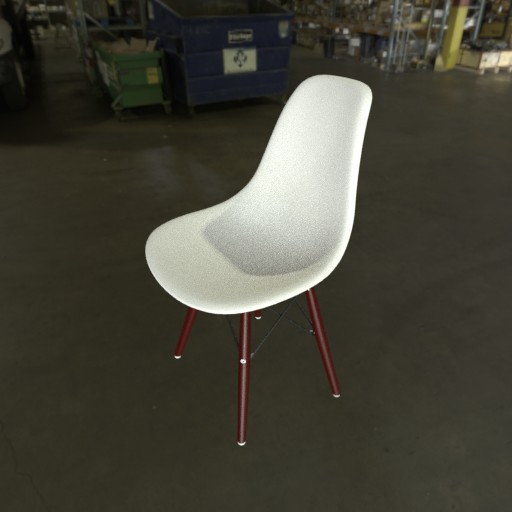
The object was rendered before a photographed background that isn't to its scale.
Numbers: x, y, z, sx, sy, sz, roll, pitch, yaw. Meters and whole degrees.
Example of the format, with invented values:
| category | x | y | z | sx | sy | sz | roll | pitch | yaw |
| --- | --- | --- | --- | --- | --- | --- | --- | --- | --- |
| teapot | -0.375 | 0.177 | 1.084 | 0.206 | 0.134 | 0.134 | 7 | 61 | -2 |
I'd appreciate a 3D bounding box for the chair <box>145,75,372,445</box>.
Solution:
| category | x | y | z | sx | sy | sz | roll | pitch | yaw |
| --- | --- | --- | --- | --- | --- | --- | --- | --- | --- |
| chair | 0.000 | 0.000 | 1.158 | 0.533 | 0.826 | 0.470 | -20 | 37 | -29 |
